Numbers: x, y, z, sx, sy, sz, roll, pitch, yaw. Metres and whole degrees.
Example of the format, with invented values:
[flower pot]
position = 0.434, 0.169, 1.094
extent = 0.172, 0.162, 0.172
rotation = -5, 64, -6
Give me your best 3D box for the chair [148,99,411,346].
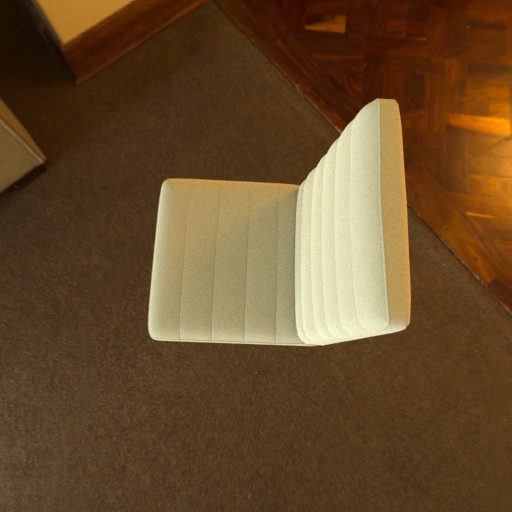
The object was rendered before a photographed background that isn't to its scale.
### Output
[chair]
position = 0.000, 0.000, 1.352
extent = 0.634, 0.930, 0.520
rotation = 2, 75, 0
